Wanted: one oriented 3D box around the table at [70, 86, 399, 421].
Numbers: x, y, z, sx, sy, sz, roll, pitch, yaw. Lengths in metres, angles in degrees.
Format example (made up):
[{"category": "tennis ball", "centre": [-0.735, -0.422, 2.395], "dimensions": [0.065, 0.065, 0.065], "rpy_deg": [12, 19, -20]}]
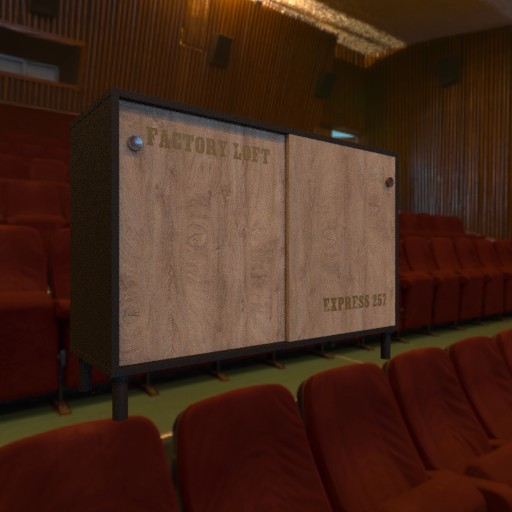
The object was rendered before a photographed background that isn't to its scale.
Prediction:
[{"category": "table", "centre": [0.000, 0.000, 1.627], "dimensions": [1.200, 0.855, 0.400], "rpy_deg": [0, 0, -37]}]
